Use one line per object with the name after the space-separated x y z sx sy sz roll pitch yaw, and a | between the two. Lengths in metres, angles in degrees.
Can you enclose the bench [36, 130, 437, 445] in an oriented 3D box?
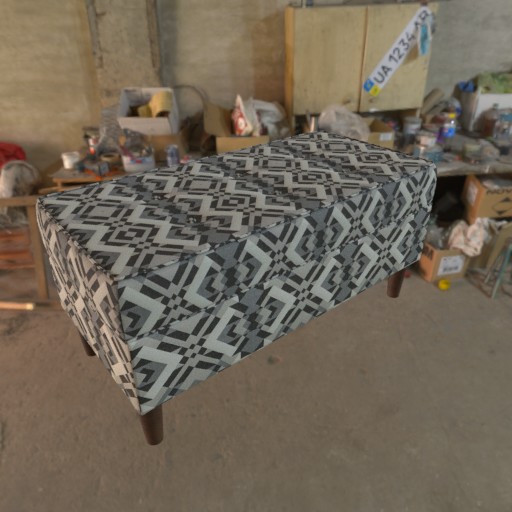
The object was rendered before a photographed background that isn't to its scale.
0.000 0.000 1.287 1.016 0.477 0.492 -22 37 -33 | bench
